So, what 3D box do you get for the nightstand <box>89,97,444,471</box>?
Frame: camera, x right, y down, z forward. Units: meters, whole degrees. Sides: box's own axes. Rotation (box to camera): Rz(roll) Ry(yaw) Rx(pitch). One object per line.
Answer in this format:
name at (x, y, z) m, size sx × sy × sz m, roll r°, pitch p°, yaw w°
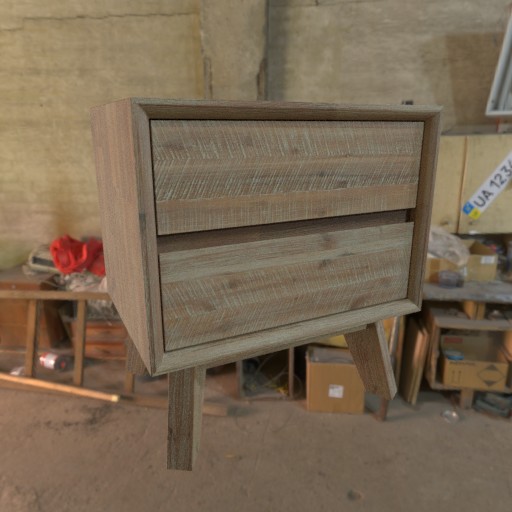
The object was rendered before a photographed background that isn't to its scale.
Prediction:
nightstand at (0.000, 0.000, 0.924) m, size 0.552 × 0.589 × 0.396 m, roll -8°, pitch 18°, yaw -26°
